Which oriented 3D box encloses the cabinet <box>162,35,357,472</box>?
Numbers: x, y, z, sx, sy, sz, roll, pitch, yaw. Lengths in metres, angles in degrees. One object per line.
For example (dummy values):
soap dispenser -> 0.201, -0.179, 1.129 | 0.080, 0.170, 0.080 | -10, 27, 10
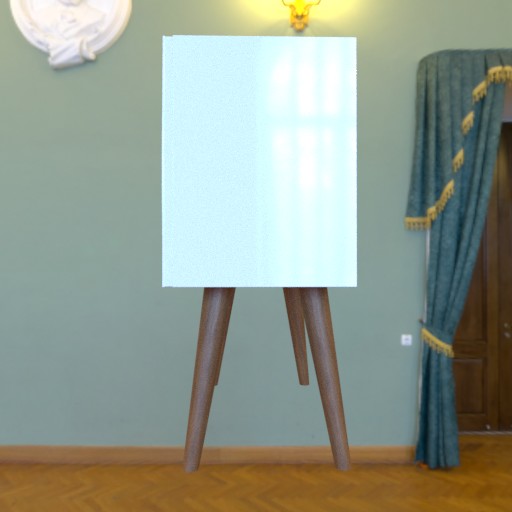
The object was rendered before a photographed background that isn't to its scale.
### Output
cabinet -> 0.000, 0.000, 1.074 | 0.344, 0.772, 0.591 | 0, 0, -1
